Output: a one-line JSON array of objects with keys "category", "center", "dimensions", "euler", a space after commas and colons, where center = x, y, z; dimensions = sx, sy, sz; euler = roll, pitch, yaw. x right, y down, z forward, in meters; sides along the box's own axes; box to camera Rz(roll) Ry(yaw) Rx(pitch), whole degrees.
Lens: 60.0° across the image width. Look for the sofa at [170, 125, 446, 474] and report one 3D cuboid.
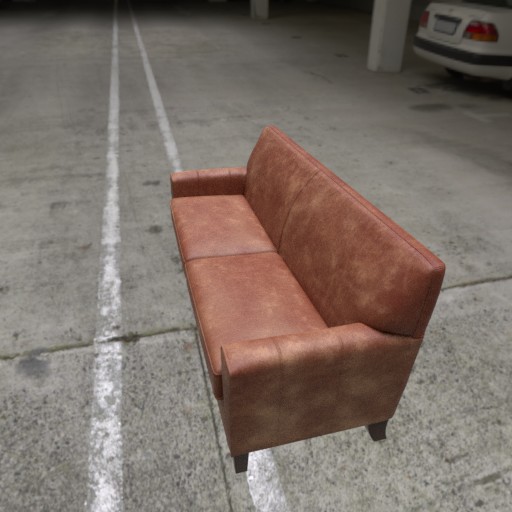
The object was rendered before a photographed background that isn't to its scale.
[{"category": "sofa", "center": [0.000, 0.000, 2.488], "dimensions": [0.805, 0.947, 2.053], "euler": [-8, 31, -13]}]
